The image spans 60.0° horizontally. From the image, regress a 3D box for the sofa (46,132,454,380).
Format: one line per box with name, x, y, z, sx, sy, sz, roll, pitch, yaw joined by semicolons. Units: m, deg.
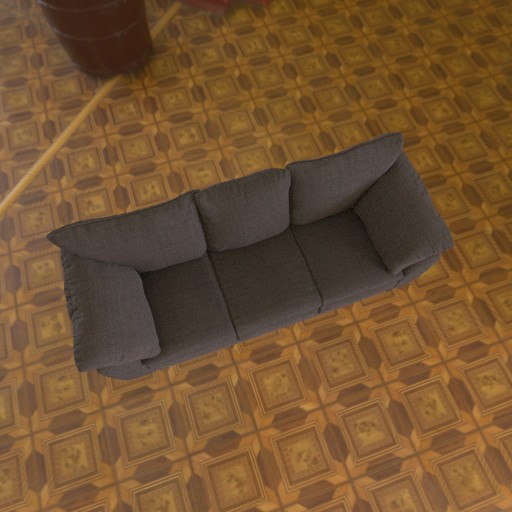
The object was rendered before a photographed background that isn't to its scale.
sofa;0.000;0.000;2.893;2.336;1.080;0.883;-18;65;-8
